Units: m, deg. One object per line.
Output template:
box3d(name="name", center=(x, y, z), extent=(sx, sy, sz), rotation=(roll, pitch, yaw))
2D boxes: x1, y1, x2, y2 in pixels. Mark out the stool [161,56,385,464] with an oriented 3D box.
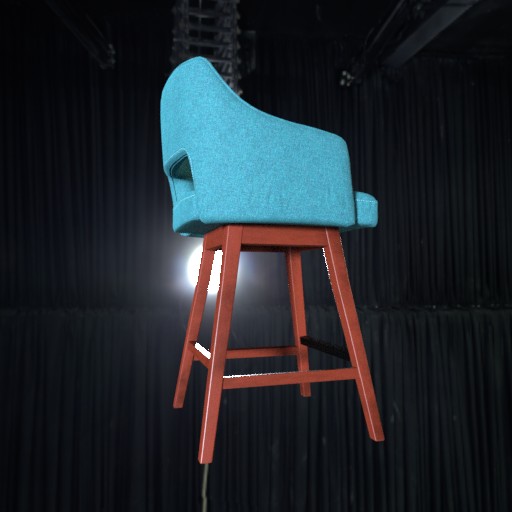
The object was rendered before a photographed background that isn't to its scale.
box3d(name="stool", center=(0.000, 0.000, 1.301), extent=(0.556, 0.961, 0.548), rotation=(1, -3, -18))
